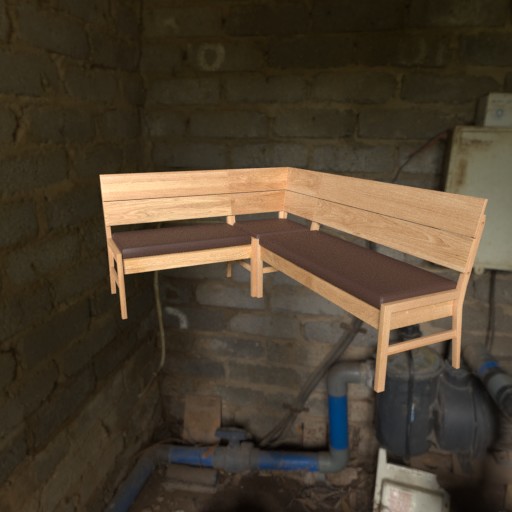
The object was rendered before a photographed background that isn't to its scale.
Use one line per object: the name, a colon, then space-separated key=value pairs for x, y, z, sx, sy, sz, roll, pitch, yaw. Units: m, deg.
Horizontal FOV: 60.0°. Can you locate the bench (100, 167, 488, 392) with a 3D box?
bench: x=0.000 y=0.000 z=2.760 sx=1.549 sy=0.890 sz=1.975 roll=-8 pitch=18 yaw=-25
